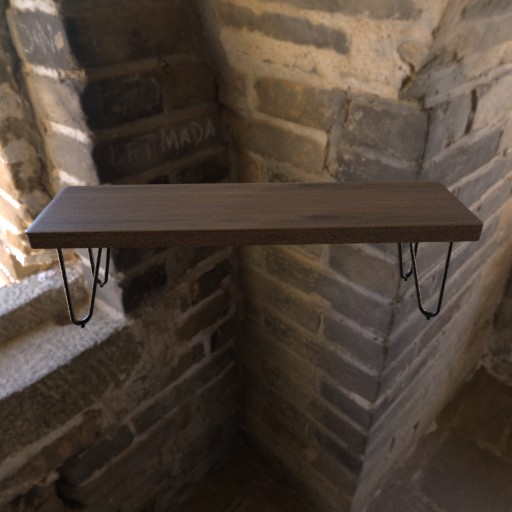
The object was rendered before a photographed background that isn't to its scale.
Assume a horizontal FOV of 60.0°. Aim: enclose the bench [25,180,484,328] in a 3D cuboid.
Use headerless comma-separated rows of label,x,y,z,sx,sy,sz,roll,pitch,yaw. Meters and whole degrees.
bench,0.000,0.000,1.796,1.570,0.462,0.425,-1,31,-2
